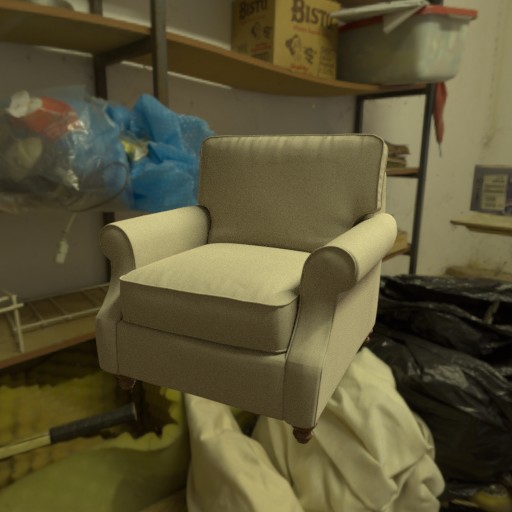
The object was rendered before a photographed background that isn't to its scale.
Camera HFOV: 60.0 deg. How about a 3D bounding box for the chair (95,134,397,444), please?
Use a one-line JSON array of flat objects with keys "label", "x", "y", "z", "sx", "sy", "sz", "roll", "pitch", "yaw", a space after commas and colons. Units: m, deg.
[{"label": "chair", "x": 0.000, "y": 0.000, "z": 1.805, "sx": 1.029, "sy": 0.967, "sz": 0.966, "roll": 7, "pitch": 15, "yaw": 26}]
